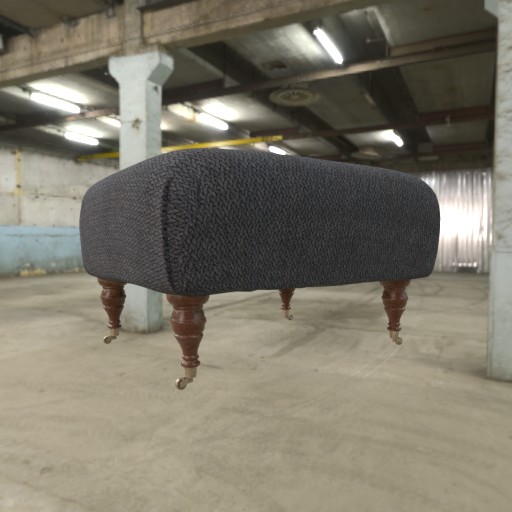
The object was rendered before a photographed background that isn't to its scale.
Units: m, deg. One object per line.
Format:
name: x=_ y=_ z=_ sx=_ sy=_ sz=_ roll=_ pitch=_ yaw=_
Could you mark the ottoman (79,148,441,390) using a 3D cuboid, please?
ottoman: x=0.000 y=0.000 z=1.119 sx=0.747 sy=0.450 sz=0.622 roll=-1 pitch=2 yaw=-35
